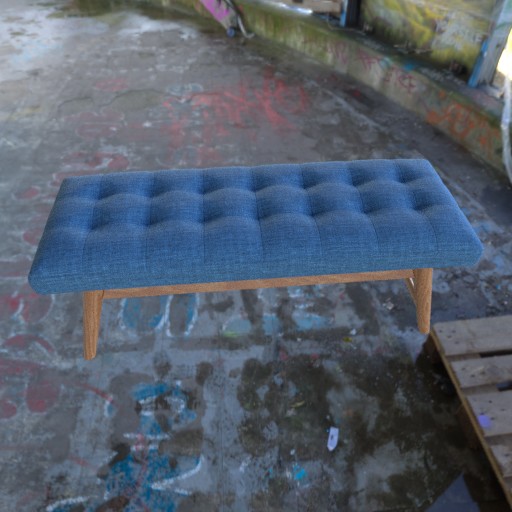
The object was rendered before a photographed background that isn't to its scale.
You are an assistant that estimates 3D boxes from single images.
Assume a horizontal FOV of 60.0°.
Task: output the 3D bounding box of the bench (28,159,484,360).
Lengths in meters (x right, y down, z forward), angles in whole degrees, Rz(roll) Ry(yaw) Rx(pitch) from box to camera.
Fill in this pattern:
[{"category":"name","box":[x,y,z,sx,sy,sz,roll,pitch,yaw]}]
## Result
[{"category":"bench","box":[0.000,0.000,1.331,1.118,0.432,0.406,-4,46,-4]}]
